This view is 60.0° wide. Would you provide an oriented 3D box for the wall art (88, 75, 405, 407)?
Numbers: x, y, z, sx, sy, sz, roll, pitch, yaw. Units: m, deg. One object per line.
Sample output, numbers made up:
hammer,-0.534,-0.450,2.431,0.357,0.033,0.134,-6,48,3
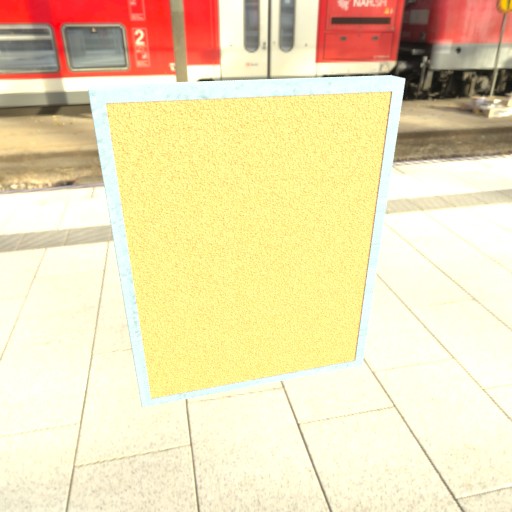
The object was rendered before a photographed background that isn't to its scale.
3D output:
wall art,0.000,0.000,0.690,0.409,0.509,0.037,-7,29,-13
